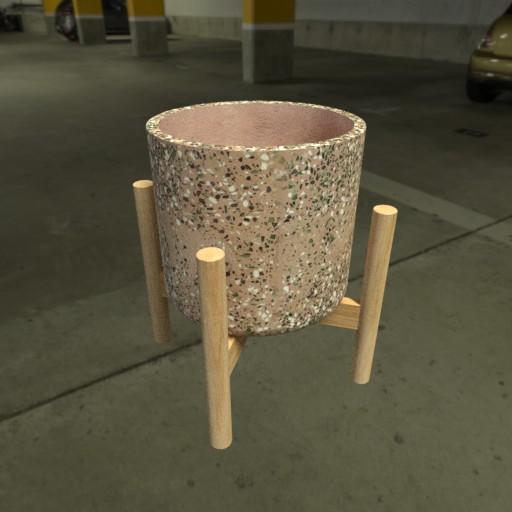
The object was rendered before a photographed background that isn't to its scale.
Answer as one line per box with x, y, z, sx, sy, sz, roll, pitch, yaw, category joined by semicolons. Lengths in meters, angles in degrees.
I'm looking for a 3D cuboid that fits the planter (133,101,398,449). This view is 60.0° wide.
0.000;0.000;0.535;0.284;0.320;0.284;21;36;33;planter
